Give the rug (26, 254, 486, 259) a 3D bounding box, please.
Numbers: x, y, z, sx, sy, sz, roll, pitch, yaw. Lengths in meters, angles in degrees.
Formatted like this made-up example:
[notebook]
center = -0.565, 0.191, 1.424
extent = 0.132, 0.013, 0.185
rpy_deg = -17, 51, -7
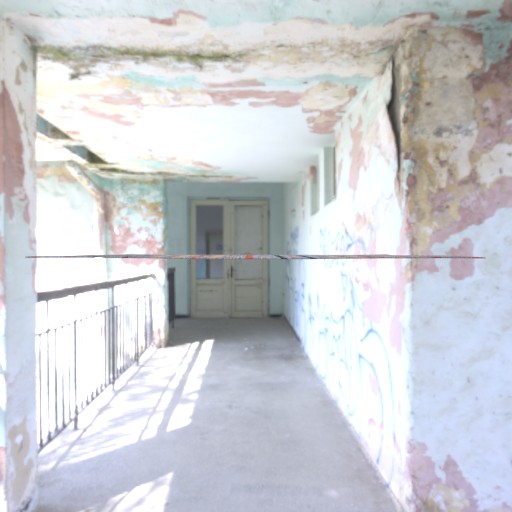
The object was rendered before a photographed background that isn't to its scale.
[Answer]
[rug]
center = 0.000, 0.000, 4.026
extent = 3.029, 0.022, 2.263
rpy_deg = 0, 1, 0
